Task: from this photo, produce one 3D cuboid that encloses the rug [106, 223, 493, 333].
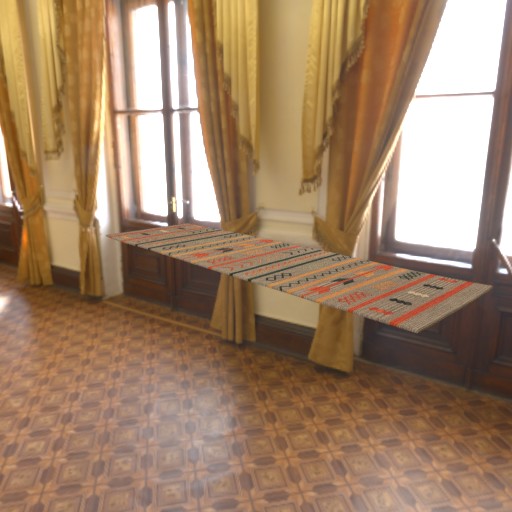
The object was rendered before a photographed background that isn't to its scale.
[{"bbox_3d":[0.000,0.000,2.654,0.744,0.022,2.419,-13,19,-42],"label":"rug"}]
